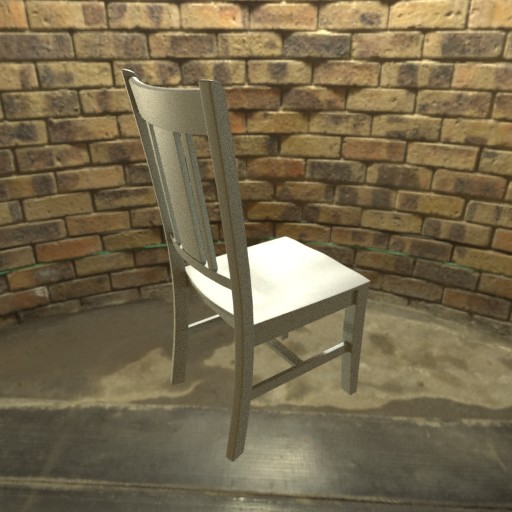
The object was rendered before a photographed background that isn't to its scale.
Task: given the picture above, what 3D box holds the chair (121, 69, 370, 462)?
[{"bbox_3d":[0.000,0.000,1.286,0.555,0.998,0.450,-17,30,-31],"label":"chair"}]
